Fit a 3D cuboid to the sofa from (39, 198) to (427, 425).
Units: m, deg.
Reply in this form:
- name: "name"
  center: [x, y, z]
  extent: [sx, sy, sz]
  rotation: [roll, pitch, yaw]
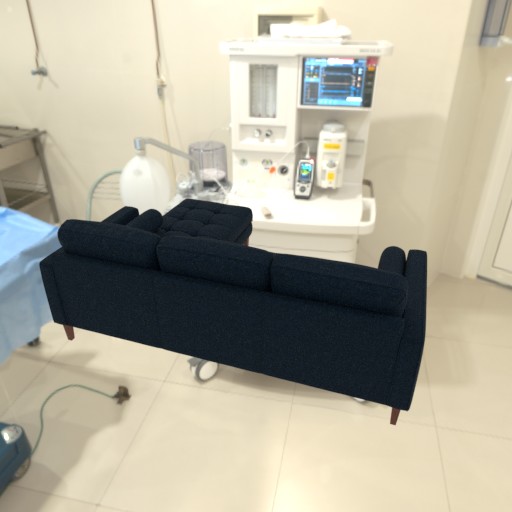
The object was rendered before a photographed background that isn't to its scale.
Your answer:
- name: "sofa"
  center: [0.000, 0.000, 3.024]
  extent: [2.185, 0.841, 1.613]
  rotation: [10, 31, 17]
